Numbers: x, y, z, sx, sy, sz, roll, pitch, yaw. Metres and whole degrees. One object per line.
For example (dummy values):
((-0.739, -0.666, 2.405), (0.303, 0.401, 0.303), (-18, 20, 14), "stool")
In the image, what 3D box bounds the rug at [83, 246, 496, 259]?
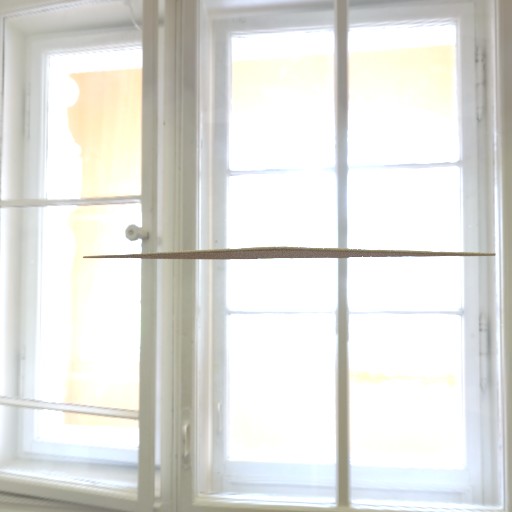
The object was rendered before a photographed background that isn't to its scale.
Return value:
((0.000, 0.000, 2.299), (1.238, 0.014, 1.848), (1, -1, -37), "rug")
